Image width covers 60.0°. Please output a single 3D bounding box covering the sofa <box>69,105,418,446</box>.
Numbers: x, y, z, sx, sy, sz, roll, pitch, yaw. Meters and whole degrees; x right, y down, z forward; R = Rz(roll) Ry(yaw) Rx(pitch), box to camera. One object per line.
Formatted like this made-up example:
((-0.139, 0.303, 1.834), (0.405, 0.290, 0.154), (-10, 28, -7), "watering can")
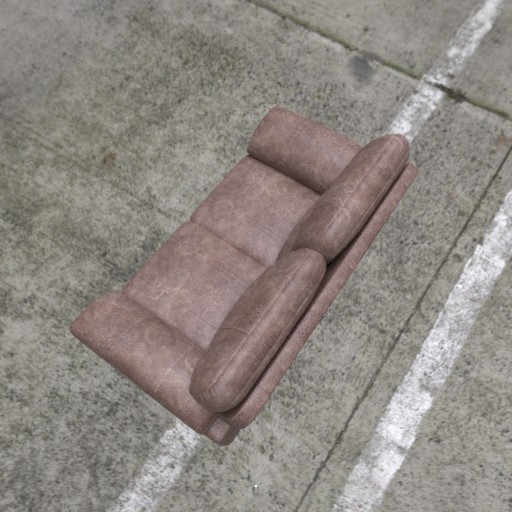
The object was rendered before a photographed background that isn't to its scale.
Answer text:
((0.000, 0.000, 2.374), (0.991, 0.991, 1.753), (32, 67, 15), "sofa")
